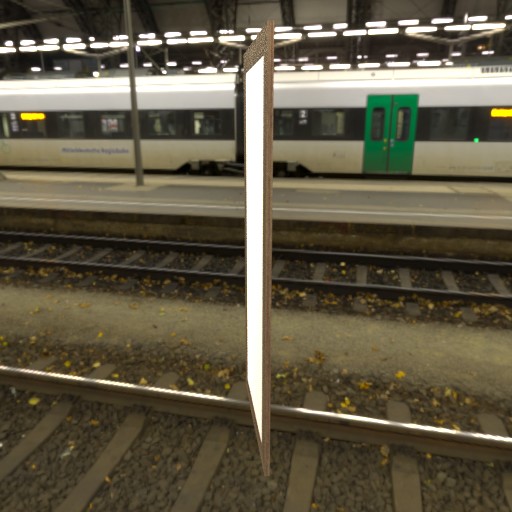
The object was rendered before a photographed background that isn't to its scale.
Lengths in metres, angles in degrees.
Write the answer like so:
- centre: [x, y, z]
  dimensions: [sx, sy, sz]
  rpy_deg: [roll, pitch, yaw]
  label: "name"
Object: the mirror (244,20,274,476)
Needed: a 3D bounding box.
- centre: [0.000, 0.000, 2.295]
  dimensions: [0.025, 2.032, 0.812]
  rpy_deg: [-2, 16, -7]
  label: "mirror"
